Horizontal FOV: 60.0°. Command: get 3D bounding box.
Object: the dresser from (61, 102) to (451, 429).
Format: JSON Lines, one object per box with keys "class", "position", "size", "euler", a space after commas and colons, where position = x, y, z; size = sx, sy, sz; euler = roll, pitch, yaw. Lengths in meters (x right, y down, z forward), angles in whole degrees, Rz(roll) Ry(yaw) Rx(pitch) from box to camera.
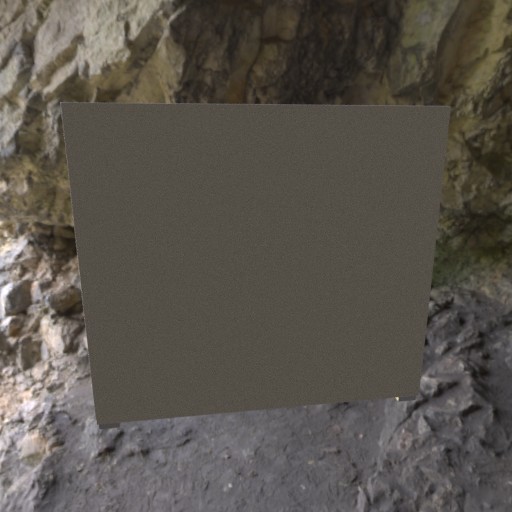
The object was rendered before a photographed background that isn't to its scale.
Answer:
{"class": "dresser", "position": [0.000, 0.000, 1.585], "size": [1.100, 1.000, 0.460], "euler": [-2, 16, -8]}
